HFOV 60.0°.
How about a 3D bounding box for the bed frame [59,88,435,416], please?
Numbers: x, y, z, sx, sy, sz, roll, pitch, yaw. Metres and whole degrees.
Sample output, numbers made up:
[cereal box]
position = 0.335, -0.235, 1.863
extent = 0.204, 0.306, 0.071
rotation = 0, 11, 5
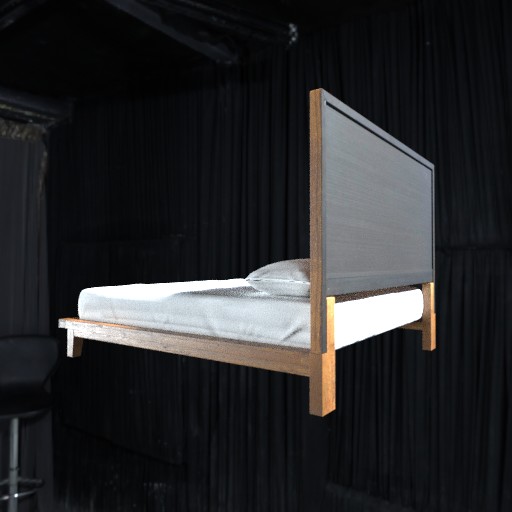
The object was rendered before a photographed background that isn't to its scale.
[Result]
[bed frame]
position = 0.000, 0.000, 3.552
extent = 2.235, 1.537, 2.038
rotation = -1, -1, 36
